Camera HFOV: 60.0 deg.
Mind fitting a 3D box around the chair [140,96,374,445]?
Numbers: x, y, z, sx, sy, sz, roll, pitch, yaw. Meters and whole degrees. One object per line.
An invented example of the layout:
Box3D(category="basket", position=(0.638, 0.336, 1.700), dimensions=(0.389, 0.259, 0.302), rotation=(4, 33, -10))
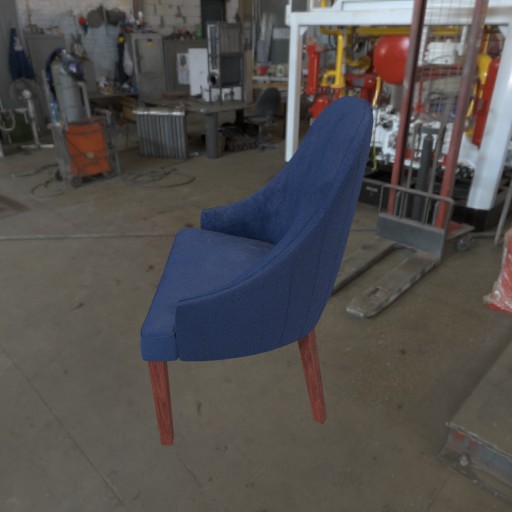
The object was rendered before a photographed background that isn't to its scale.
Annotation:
Box3D(category="chair", position=(0.000, 0.000, 1.317), dimensions=(0.575, 0.889, 0.643), rotation=(0, 27, -1))
